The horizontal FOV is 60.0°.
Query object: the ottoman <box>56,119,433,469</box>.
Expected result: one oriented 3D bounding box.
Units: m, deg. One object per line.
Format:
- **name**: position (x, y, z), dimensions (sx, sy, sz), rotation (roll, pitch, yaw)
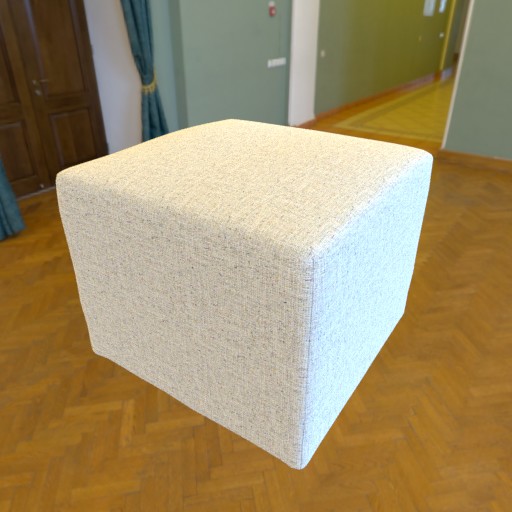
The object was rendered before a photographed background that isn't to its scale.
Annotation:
- **ottoman**: position (0.000, 0.000, 0.903), dimensions (0.521, 0.453, 0.512), rotation (18, 34, 29)
